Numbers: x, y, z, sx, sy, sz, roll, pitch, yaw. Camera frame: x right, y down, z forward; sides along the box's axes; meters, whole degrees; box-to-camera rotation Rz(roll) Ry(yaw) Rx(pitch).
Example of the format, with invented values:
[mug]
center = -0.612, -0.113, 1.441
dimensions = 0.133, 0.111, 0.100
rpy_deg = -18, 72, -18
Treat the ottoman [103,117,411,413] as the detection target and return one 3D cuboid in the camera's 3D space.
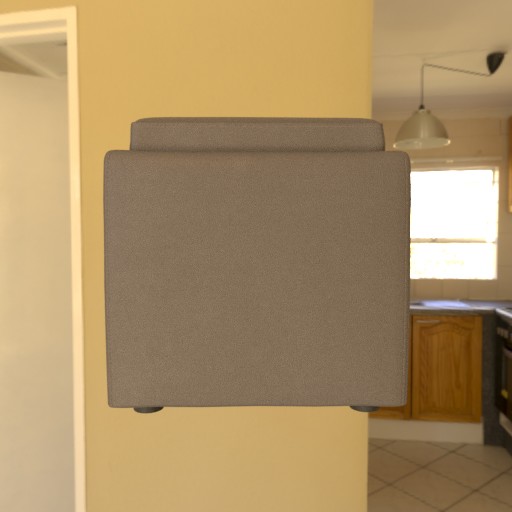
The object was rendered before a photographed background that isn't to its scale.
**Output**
[ottoman]
center = 0.000, 0.000, 0.849
dimensions = 0.450, 0.460, 0.451
rpy_deg = 0, 2, -1
